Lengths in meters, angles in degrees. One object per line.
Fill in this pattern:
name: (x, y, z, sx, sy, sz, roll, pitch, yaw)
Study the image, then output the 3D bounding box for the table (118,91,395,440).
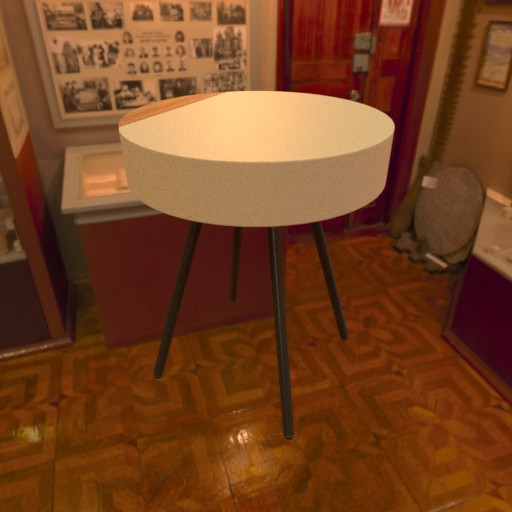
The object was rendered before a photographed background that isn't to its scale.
table: (0.000, 0.000, 0.853, 0.450, 0.525, 0.450, 0, 31, 0)
